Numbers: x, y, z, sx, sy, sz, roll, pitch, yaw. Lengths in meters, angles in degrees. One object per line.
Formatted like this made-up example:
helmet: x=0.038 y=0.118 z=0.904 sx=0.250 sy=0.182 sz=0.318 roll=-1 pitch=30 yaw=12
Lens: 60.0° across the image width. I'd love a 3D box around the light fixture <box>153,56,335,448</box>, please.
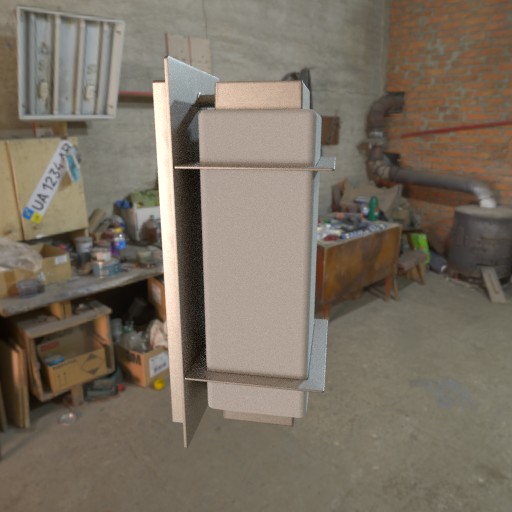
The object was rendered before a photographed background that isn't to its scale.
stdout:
light fixture: x=0.000 y=0.000 z=0.482 sx=0.160 sy=0.380 sz=0.168 roll=3 pitch=16 yaw=10
